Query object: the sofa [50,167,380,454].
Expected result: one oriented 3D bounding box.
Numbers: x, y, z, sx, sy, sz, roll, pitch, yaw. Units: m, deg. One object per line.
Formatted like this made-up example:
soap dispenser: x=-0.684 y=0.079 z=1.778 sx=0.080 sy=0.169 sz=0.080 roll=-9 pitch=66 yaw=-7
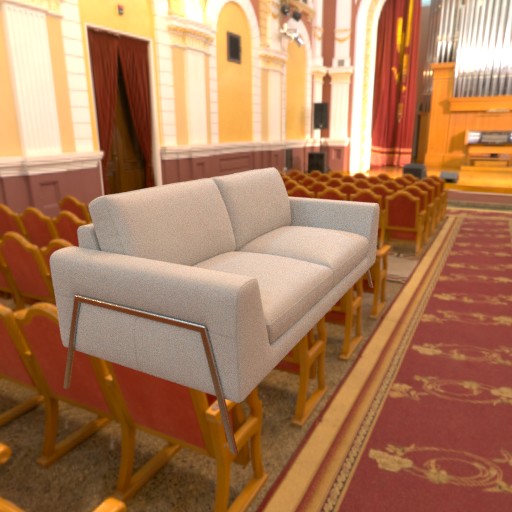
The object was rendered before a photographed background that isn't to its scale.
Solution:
sofa: x=0.000 y=0.000 z=2.559 sx=0.953 sy=0.875 sz=2.017 roll=8 pitch=18 yaw=27
